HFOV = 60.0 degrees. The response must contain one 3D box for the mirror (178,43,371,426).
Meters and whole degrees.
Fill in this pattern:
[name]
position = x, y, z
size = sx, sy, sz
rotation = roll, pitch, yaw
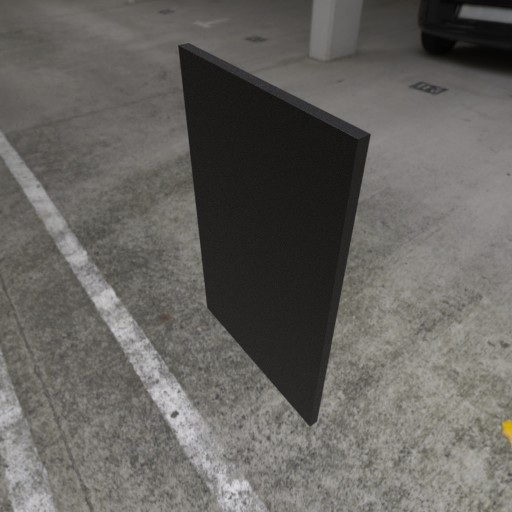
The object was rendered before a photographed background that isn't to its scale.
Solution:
[mirror]
position = 0.000, 0.000, 1.556
size = 0.038, 1.219, 0.762
rotation = -26, 48, -26
